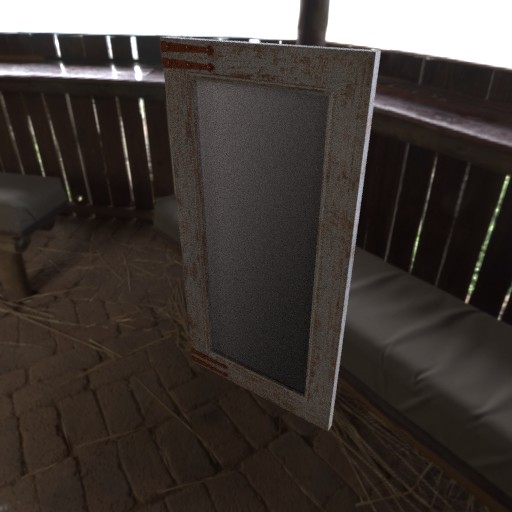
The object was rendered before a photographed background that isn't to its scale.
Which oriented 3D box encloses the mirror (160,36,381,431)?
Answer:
[{"bbox_3d":[0.000,0.000,1.062,0.472,0.922,0.027,19,36,28],"label":"mirror"}]
